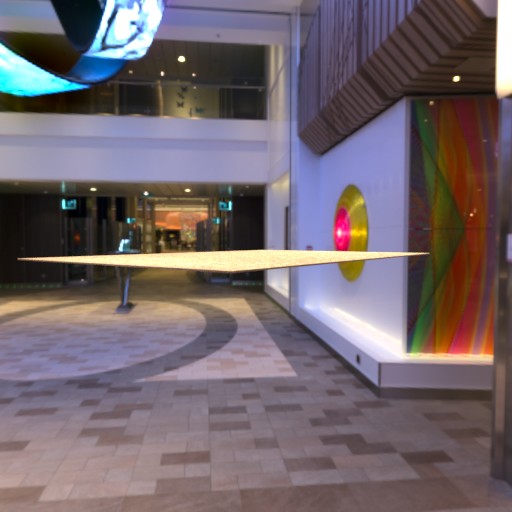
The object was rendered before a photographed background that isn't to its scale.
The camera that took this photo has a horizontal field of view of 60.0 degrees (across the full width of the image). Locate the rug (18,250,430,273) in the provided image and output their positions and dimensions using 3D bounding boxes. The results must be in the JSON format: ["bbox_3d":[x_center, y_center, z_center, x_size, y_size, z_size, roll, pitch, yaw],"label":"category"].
[{"bbox_3d":[0.000,0.000,2.289,1.221,0.006,1.827,2,3,37],"label":"rug"}]
